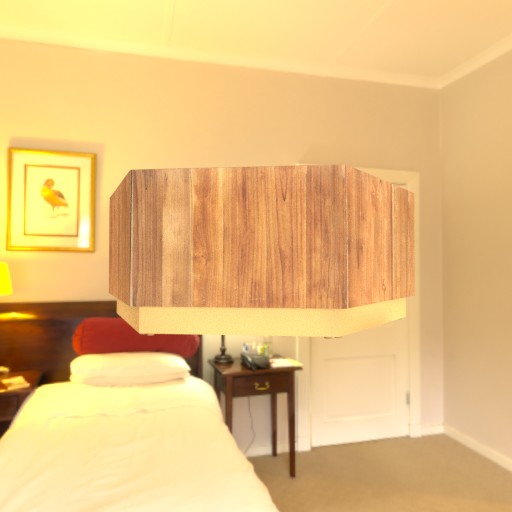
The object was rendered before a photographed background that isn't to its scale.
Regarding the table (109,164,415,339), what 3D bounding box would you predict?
[{"bbox_3d":[0.000,0.000,1.667,1.000,0.456,1.154,-1,-1,36],"label":"table"}]
